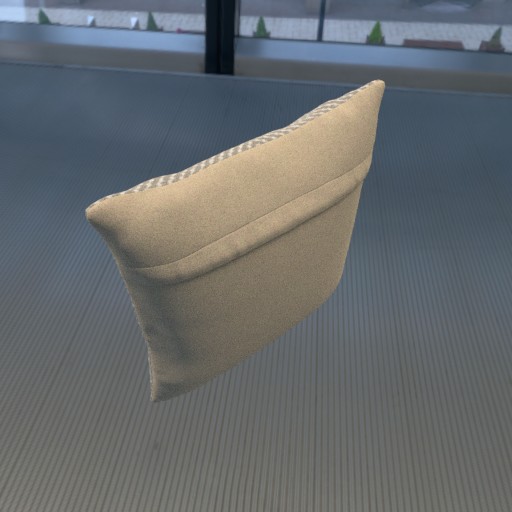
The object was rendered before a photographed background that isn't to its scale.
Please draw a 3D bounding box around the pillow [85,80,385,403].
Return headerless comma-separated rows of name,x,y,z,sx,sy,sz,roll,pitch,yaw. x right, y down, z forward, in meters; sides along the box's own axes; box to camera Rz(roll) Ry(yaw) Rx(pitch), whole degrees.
pillow,0.000,0.000,0.709,0.459,0.458,0.181,-31,54,-26
